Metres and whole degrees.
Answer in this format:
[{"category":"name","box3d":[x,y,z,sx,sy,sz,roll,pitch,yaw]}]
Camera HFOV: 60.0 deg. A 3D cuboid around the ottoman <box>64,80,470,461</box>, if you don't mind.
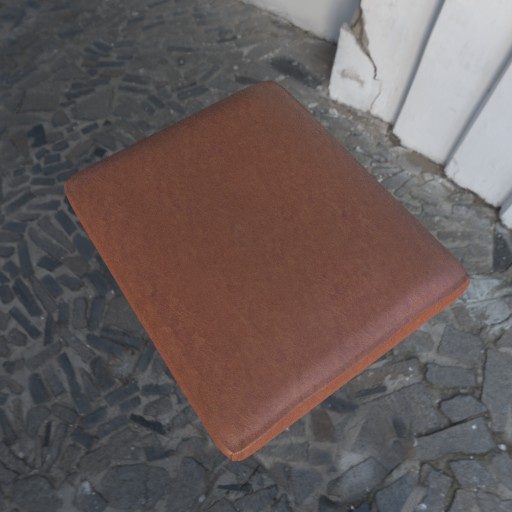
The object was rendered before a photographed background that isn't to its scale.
[{"category":"ottoman","box3d":[0.000,0.000,1.471,0.836,0.472,0.987,-32,67,-15]}]
